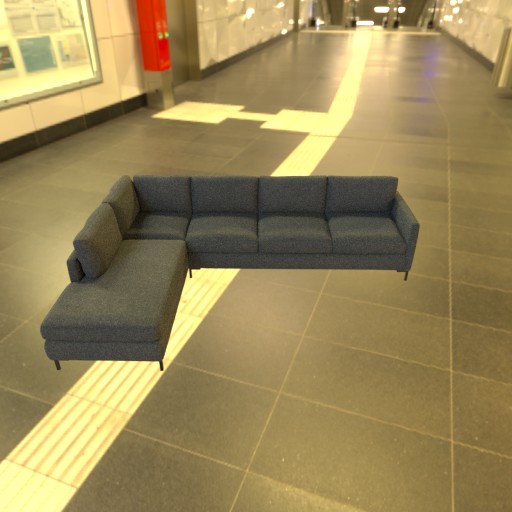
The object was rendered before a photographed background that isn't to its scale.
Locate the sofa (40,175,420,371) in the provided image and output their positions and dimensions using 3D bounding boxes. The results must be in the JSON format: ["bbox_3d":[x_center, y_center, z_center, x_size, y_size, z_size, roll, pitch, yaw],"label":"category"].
[{"bbox_3d":[0.000,0.000,3.829,2.949,0.815,2.007,0,31,1],"label":"sofa"}]
